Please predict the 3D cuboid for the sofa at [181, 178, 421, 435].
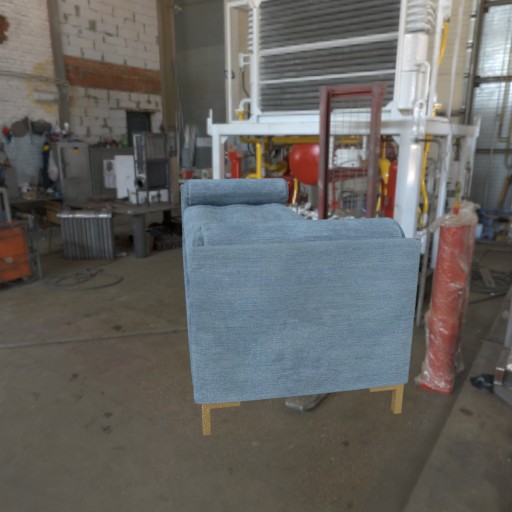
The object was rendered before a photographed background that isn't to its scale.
[{"bbox_3d":[0.000,0.000,2.467,0.796,0.705,2.102,-3,15,-10],"label":"sofa"}]
